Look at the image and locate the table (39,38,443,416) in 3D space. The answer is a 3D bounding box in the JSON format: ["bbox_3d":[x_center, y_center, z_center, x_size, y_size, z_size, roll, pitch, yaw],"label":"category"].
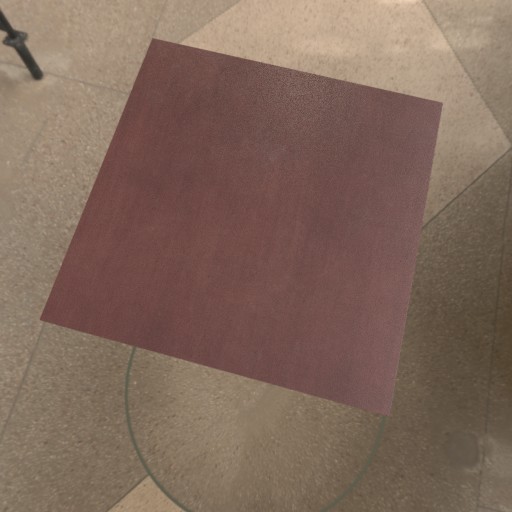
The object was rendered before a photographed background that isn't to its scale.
[{"bbox_3d":[0.000,0.000,1.638,0.861,0.991,0.861,14,74,4],"label":"table"}]
